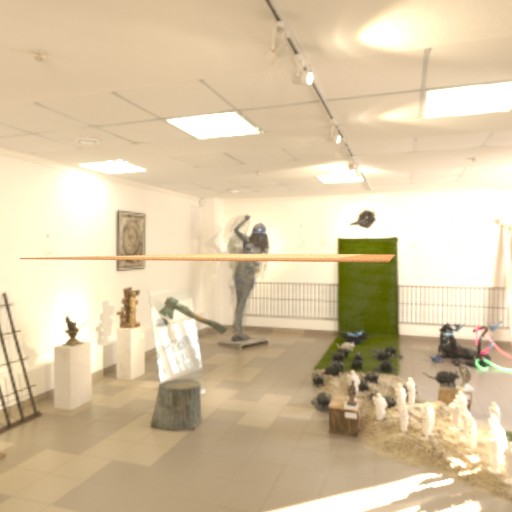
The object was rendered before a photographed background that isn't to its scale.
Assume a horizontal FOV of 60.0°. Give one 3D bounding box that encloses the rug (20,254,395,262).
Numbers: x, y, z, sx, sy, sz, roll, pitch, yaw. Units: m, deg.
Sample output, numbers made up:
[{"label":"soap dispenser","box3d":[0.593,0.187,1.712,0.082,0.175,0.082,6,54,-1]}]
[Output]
[{"label":"rug","box3d":[0.000,0.000,4.128,2.438,0.014,3.048,0,1,18]}]
